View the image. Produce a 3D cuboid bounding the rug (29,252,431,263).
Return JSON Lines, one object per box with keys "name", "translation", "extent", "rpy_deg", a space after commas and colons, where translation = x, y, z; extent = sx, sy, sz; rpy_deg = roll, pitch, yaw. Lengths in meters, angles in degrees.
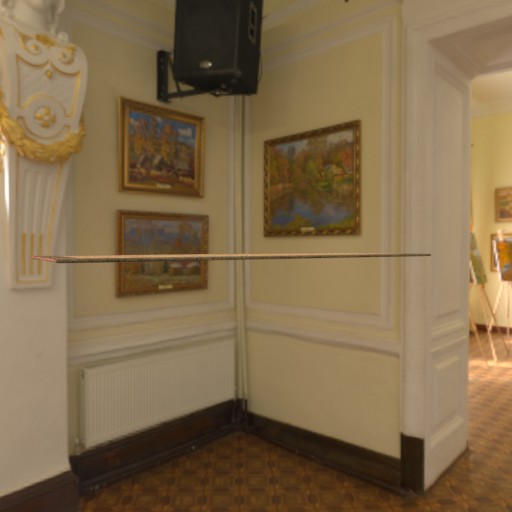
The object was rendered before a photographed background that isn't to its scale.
{"name": "rug", "translation": [0.000, 0.000, 2.724], "extent": [2.413, 0.016, 0.810], "rpy_deg": [-1, 1, -34]}
